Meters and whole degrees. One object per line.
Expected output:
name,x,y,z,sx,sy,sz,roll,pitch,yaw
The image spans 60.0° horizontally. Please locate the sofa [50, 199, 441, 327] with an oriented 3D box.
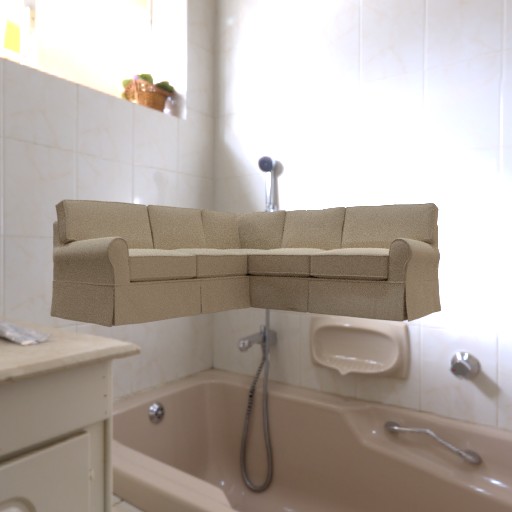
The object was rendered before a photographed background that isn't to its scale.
sofa,0.000,0.000,4.070,2.597,1.070,2.591,0,0,38
